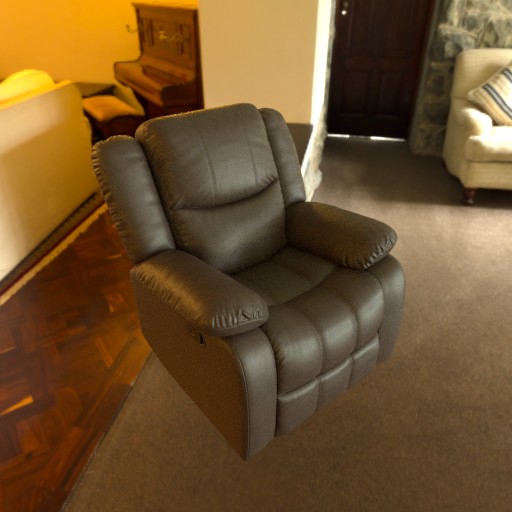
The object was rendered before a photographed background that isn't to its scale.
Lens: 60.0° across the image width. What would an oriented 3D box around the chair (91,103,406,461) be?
[{"bbox_3d":[0.000,0.000,1.739,0.899,1.009,0.934,-23,38,-32],"label":"chair"}]
